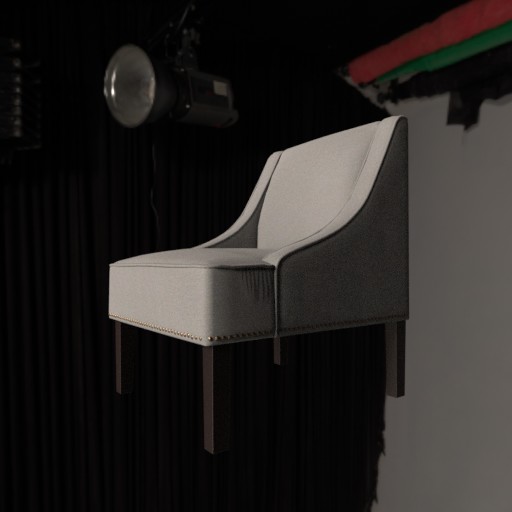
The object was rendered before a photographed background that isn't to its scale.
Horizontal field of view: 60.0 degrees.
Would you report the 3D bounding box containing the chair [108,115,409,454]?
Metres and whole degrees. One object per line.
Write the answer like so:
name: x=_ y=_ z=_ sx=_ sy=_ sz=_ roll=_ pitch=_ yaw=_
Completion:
chair: x=0.000 y=0.000 z=1.399 sx=0.747 sy=0.867 sz=0.631 roll=1 pitch=-1 yaw=-37
